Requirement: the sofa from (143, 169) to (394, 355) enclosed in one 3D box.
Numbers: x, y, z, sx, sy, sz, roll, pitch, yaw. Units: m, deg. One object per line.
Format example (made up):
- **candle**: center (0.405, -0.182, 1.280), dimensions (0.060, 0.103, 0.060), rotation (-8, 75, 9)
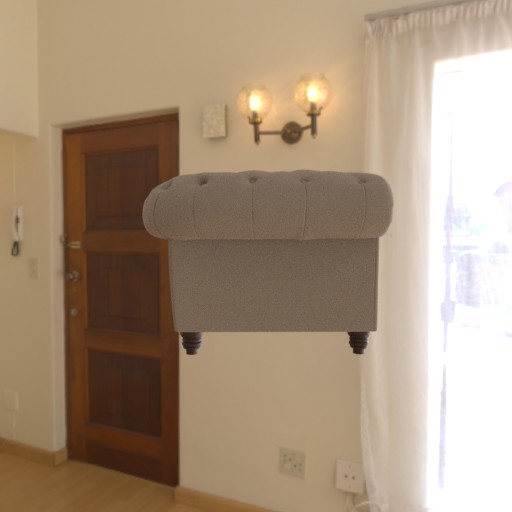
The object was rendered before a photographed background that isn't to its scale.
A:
- **sofa**: center (0.000, 0.000, 2.781), dimensions (0.991, 0.749, 2.411), rotation (0, 2, -1)
